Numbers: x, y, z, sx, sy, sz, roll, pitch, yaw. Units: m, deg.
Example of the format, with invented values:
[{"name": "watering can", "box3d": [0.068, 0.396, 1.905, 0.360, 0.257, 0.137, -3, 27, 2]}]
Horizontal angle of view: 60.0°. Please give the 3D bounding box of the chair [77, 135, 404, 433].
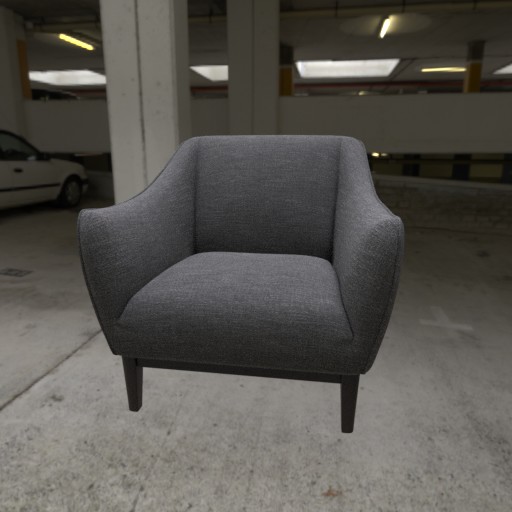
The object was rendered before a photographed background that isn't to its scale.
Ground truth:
[{"name": "chair", "box3d": [0.000, 0.000, 1.549, 0.870, 0.829, 0.851, 2, 14, 9]}]
